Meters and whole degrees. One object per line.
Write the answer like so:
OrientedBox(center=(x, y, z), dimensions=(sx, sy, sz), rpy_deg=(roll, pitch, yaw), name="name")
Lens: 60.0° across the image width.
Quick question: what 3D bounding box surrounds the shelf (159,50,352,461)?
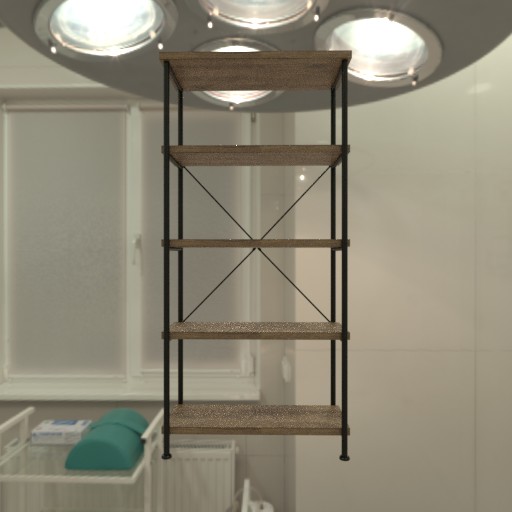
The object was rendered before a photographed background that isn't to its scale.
OrientedBox(center=(0.000, 0.000, 2.020), dimensions=(0.800, 1.700, 0.360), rpy_deg=(0, 0, 1), name="shelf")
